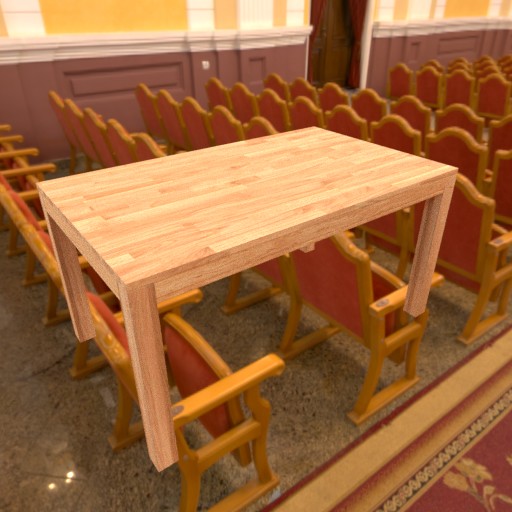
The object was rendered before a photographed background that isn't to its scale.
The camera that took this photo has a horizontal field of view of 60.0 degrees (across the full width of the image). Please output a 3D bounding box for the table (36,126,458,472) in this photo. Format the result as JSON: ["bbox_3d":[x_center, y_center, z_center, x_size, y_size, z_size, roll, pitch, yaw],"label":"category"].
[{"bbox_3d":[0.000,0.000,2.021,1.500,0.770,0.900,-21,36,-31],"label":"table"}]
